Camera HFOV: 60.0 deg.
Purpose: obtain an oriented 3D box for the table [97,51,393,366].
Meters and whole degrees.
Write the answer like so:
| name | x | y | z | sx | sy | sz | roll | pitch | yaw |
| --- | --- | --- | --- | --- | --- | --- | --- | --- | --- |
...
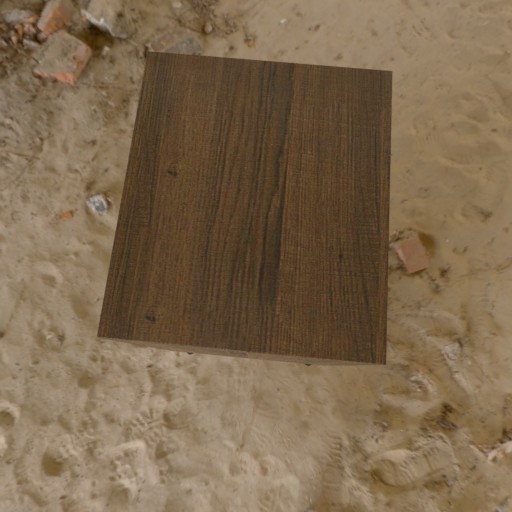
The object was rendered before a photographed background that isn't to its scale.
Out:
| name | x | y | z | sx | sy | sz | roll | pitch | yaw |
| --- | --- | --- | --- | --- | --- | --- | --- | --- | --- |
| table | 0.000 | 0.000 | 1.165 | 0.457 | 0.866 | 0.526 | 5 | 76 | 1 |
